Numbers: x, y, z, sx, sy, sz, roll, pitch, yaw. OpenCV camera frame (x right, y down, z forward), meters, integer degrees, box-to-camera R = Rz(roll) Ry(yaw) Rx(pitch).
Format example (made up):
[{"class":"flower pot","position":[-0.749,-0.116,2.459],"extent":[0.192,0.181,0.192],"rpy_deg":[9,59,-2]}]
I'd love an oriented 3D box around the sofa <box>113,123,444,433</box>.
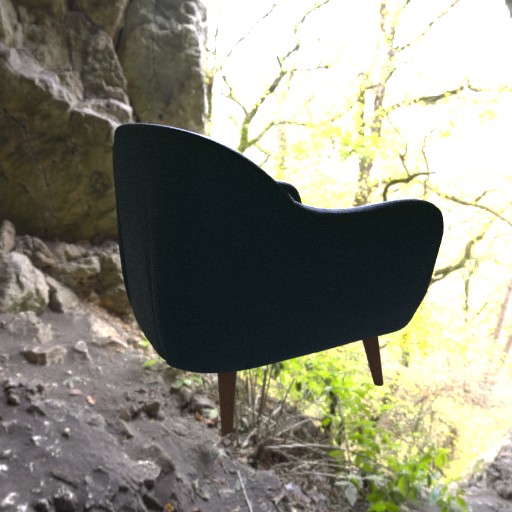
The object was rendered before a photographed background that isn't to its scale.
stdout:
[{"class":"sofa","position":[0.000,0.000,1.461],"extent":[0.825,0.817,0.836],"rpy_deg":[-7,16,-26]}]
